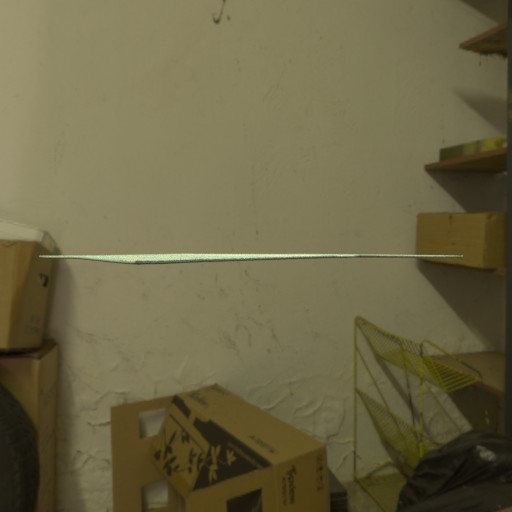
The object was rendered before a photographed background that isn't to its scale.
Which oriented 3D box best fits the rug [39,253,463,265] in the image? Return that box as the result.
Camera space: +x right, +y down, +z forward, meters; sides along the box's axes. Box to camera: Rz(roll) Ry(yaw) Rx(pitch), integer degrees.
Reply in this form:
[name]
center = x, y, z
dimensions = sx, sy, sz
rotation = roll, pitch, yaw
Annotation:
[rug]
center = 0.000, 0.000, 5.149
dimensions = 4.078, 0.052, 2.802
rotation = -1, 1, -37
